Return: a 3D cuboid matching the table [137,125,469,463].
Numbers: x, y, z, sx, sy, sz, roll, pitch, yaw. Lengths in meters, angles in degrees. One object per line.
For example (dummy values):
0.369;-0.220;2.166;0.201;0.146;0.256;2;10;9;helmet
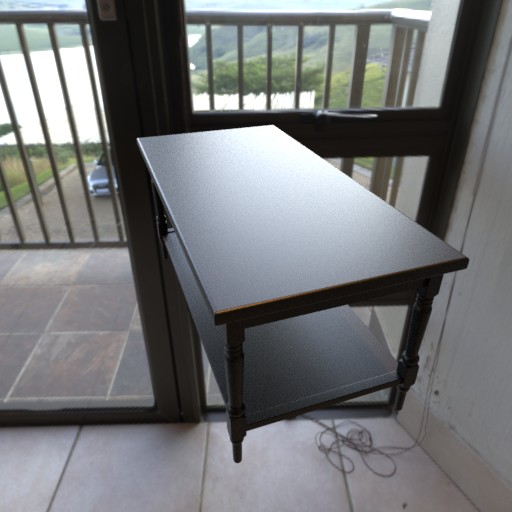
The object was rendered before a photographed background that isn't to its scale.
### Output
0.000;0.000;1.419;0.550;0.510;1.107;-11;33;-17;table
